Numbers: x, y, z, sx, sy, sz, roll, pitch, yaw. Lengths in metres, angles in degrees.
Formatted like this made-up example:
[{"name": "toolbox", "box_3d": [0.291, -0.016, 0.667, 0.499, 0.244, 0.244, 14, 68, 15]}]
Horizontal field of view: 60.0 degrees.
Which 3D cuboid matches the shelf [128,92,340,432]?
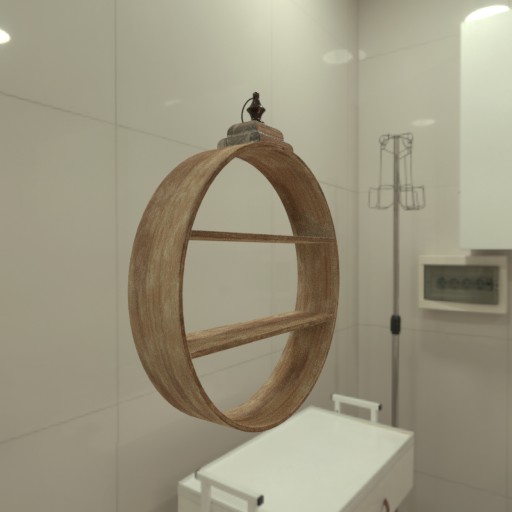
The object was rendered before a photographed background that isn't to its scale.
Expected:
[{"name": "shelf", "box_3d": [0.000, 0.000, 0.984, 0.125, 0.725, 0.601, 0, 1, 35]}]
